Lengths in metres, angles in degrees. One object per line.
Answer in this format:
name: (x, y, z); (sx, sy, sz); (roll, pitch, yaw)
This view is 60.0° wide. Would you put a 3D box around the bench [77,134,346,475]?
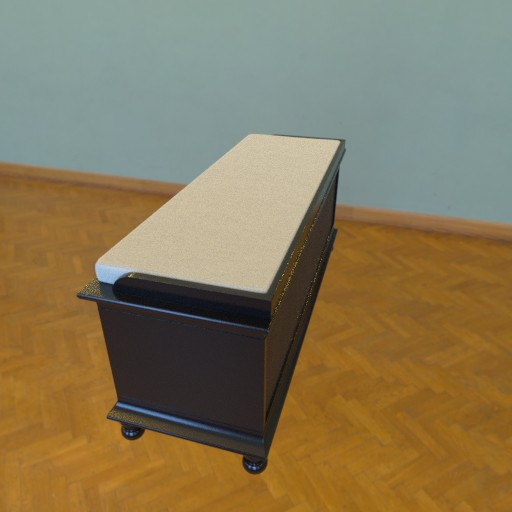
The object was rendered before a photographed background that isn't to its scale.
bench: (0.000, 0.000, 1.435); (0.402, 0.501, 1.185); (8, 31, 14)
